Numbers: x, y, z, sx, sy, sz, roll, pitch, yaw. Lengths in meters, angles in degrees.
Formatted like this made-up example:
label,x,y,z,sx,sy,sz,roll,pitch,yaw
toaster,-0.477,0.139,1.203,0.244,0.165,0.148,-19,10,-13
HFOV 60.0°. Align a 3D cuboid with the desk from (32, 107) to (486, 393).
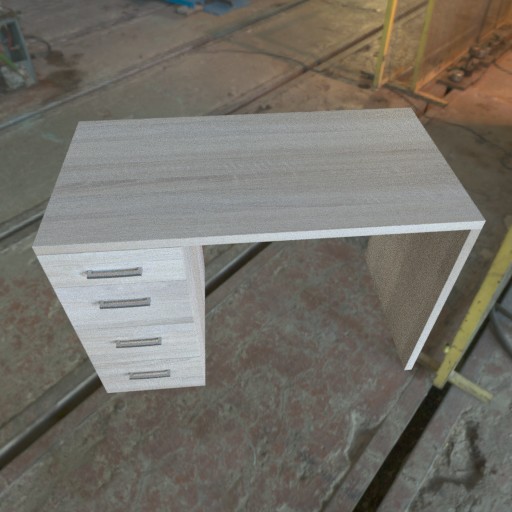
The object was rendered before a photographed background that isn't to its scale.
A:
label,x,y,z,sx,sy,sz,roll,pitch,yaw
desk,0.000,0.000,1.523,1.100,0.731,0.600,-3,46,-3
